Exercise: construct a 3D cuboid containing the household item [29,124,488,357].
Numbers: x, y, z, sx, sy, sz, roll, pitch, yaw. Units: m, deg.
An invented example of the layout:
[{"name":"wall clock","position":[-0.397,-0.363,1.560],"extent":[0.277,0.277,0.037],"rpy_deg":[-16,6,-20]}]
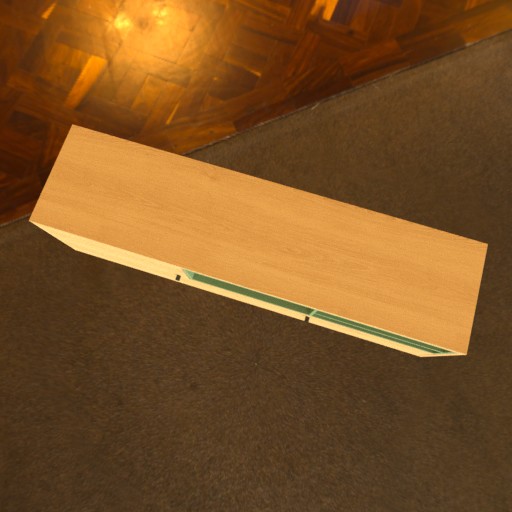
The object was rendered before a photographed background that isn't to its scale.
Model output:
[{"name":"household item","position":[0.000,0.000,1.787],"extent":[1.550,0.600,0.400],"rpy_deg":[17,77,4]}]
